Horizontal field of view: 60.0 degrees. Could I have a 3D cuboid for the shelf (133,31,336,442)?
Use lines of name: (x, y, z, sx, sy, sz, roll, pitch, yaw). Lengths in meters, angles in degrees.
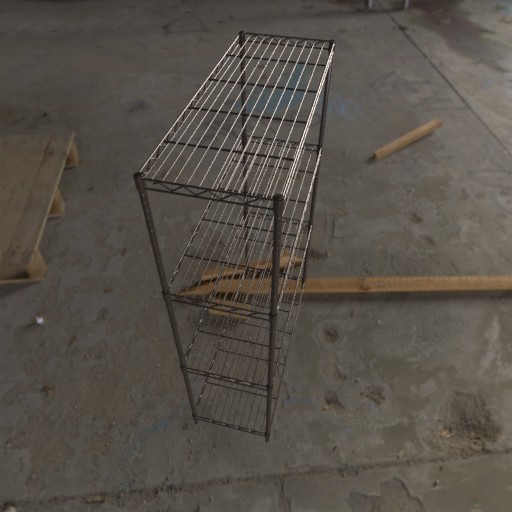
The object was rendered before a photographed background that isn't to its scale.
shelf: (0.000, 0.000, 1.768, 0.352, 1.361, 0.907, 10, 48, 10)
